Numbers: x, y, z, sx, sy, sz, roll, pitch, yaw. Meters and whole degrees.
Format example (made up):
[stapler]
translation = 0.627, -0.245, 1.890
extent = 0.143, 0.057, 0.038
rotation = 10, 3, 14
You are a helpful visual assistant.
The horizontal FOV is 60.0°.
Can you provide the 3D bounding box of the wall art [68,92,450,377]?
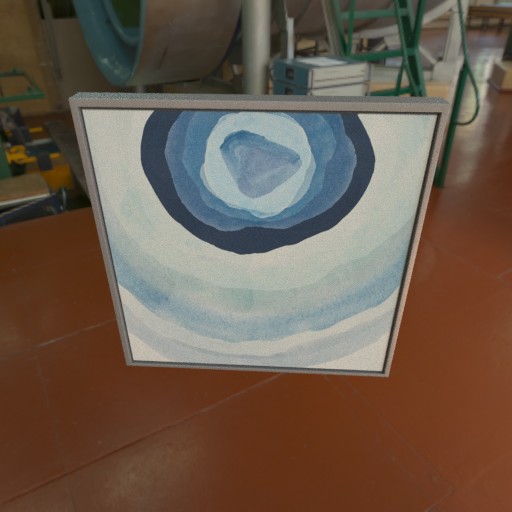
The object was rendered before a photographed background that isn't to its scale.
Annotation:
[wall art]
translation = 0.000, 0.000, 0.506
extent = 0.349, 0.349, 0.028
rotation = 2, 32, 3
